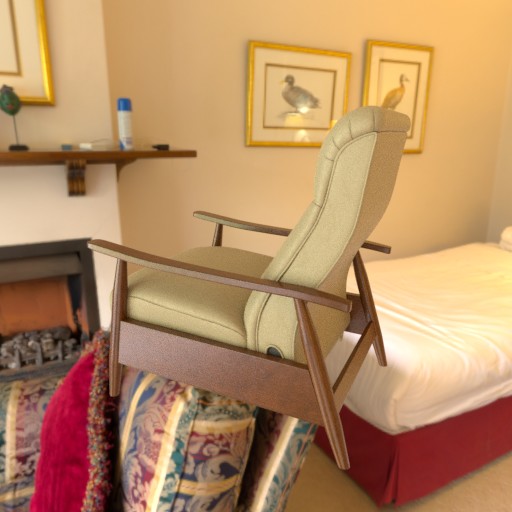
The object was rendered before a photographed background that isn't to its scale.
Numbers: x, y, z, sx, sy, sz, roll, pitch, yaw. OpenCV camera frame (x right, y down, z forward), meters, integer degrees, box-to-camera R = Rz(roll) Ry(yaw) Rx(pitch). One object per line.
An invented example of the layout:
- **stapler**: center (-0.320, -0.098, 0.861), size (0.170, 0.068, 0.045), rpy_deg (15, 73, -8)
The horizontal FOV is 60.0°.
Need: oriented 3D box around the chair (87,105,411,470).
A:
- **chair**: center (0.000, 0.000, 1.750), size (1.014, 1.082, 0.762), rpy_deg (7, 17, 24)
